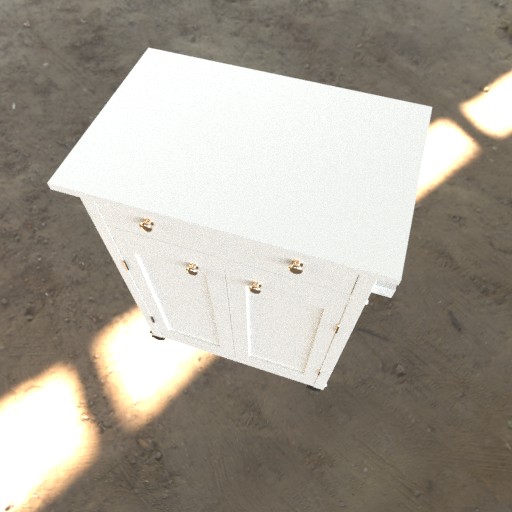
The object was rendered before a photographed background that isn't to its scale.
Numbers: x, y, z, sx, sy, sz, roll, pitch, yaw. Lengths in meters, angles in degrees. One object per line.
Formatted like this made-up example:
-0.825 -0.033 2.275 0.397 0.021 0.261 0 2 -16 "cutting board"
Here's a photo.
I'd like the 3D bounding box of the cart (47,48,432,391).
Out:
0.000 0.000 1.257 0.683 0.864 0.442 16 60 9 "cart"
